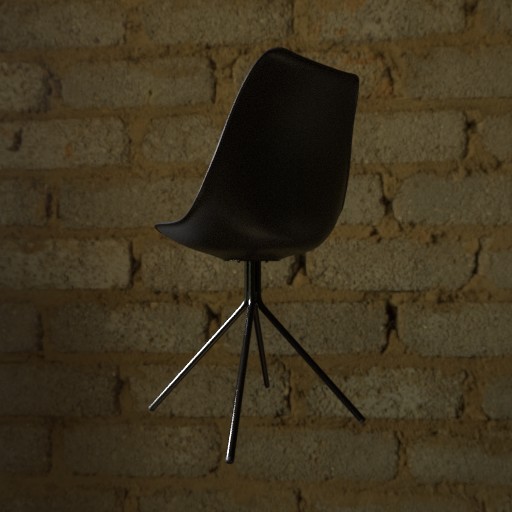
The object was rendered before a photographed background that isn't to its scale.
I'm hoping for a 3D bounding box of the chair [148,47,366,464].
[{"bbox_3d":[0.000,0.000,1.167,0.461,0.850,0.525,1,-1,-36],"label":"chair"}]
